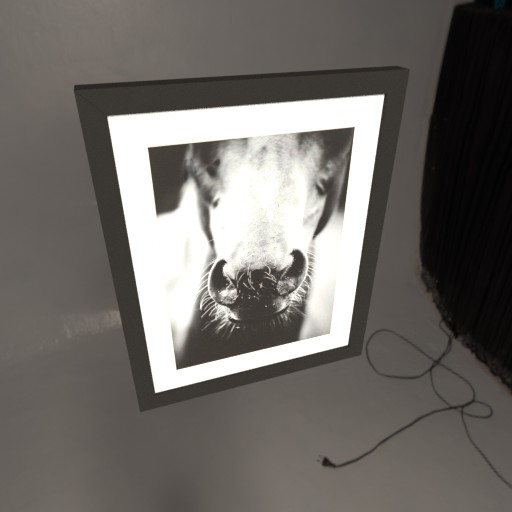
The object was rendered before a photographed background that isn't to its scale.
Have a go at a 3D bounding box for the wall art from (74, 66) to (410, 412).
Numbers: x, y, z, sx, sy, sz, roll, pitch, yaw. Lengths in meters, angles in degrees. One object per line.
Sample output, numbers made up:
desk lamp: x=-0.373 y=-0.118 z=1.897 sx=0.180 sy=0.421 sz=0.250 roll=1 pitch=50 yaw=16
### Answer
wall art: x=0.000 y=0.000 z=0.530 sx=0.329 sy=0.404 sz=0.024 roll=-10 pitch=33 yaw=-16
